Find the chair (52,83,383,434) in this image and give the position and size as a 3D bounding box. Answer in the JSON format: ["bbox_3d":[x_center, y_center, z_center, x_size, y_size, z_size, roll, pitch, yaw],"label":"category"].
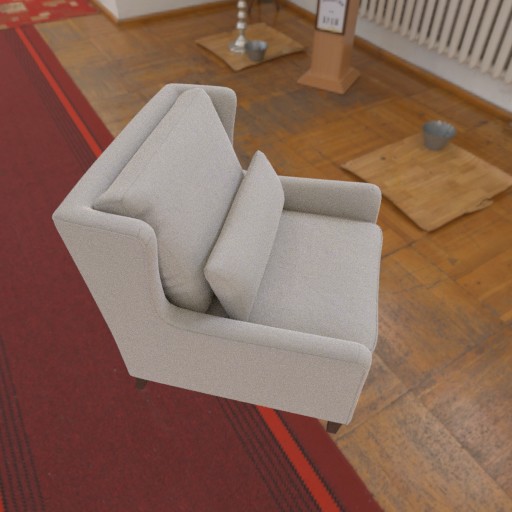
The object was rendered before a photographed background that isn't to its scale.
[{"bbox_3d":[0.000,0.000,1.863,1.040,1.056,0.982,9,46,9],"label":"chair"}]
